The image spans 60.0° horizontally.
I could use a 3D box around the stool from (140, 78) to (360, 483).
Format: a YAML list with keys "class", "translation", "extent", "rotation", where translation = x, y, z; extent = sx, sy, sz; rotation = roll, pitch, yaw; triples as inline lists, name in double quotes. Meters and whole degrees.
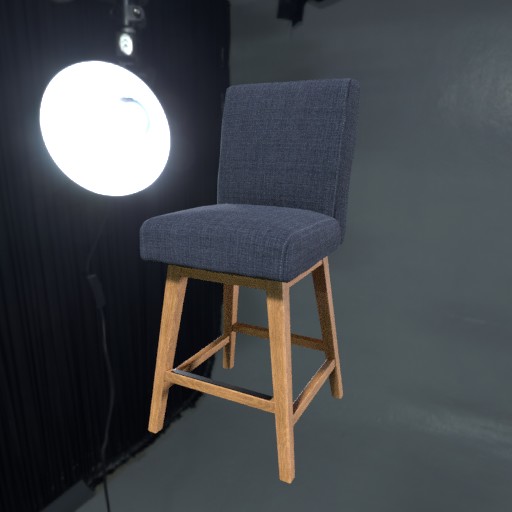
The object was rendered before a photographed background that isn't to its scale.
- class: "stool"
  translation: [0.000, 0.000, 1.304]
  extent: [0.459, 1.010, 0.526]
  rotation: [7, 16, 26]
